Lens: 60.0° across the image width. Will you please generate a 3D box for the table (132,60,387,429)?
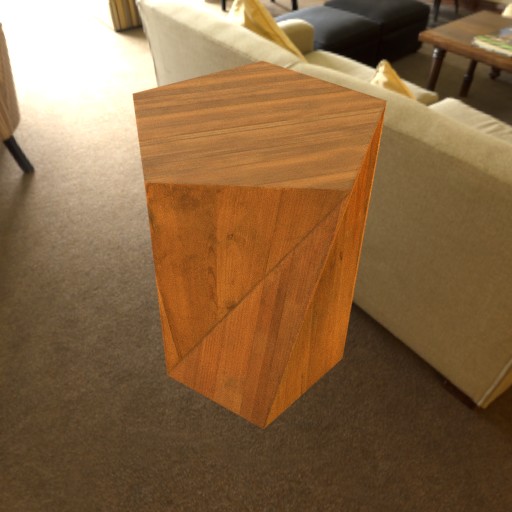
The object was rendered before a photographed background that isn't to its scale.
[{"bbox_3d":[0.000,0.000,0.894,0.425,0.604,0.441,4,45,4],"label":"table"}]
